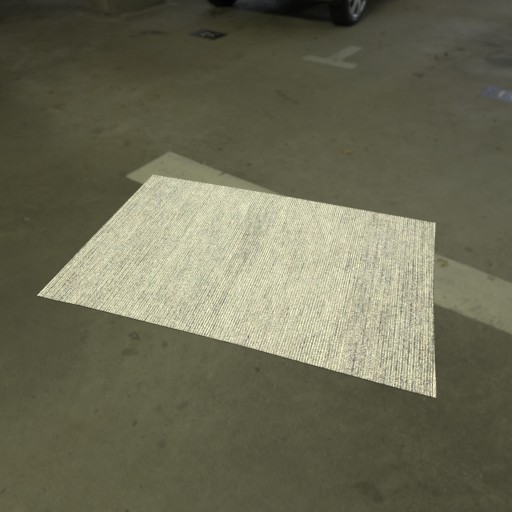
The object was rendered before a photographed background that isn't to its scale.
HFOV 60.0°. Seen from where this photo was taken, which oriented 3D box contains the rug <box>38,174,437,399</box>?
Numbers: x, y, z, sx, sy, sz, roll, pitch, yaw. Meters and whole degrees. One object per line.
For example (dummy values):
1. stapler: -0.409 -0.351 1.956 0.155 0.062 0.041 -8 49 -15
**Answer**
1. rug: 0.000 0.000 2.286 1.789 0.021 1.159 12 42 13
